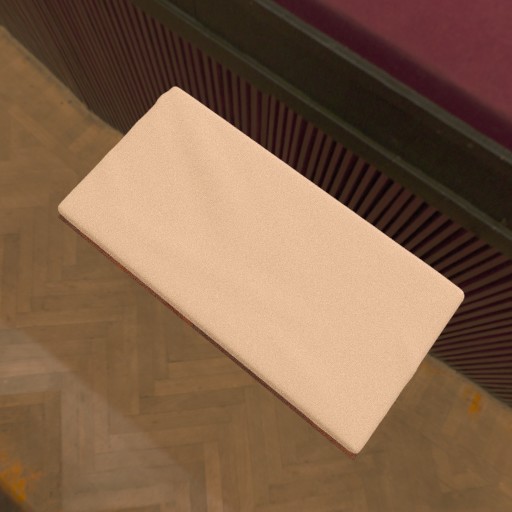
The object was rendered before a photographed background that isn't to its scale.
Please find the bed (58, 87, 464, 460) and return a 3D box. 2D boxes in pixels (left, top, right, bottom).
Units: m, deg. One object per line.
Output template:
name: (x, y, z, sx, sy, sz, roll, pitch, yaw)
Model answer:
bed: (0.000, 0.000, 2.224, 1.860, 0.312, 0.940, 37, 78, 9)
